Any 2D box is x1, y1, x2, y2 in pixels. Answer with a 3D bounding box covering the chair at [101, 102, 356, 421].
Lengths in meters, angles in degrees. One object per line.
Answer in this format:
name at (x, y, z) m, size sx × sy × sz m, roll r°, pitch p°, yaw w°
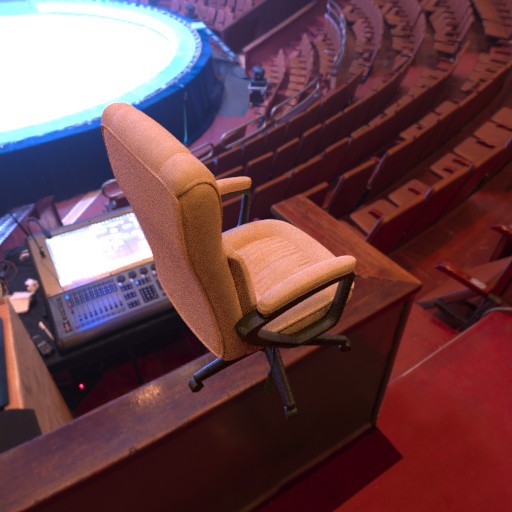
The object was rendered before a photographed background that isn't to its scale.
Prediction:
chair at (0.000, 0.000, 1.524) m, size 0.724 × 1.105 × 0.667 m, roll -24°, pitch 46°, yaw -26°
